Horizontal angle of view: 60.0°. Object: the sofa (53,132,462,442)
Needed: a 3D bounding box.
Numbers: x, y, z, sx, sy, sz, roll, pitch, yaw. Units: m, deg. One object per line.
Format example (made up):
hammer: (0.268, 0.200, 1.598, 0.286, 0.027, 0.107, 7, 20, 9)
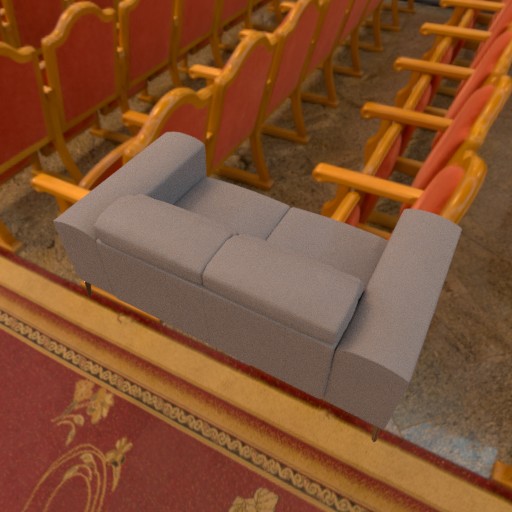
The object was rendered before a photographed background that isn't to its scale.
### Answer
sofa: (0.000, 0.000, 2.442, 1.895, 0.779, 1.003, 22, 51, 19)
